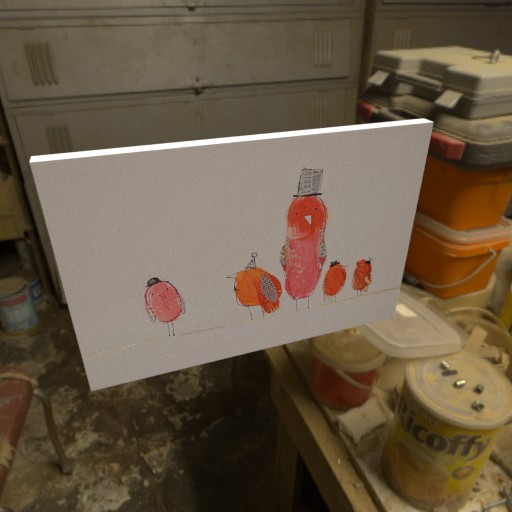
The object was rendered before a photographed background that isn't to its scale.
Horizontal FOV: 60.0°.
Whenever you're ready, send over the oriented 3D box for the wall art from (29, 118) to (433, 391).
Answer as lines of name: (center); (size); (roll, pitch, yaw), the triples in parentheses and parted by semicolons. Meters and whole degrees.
wall art: (0.000, 0.000, 1.132); (0.914, 0.609, 0.038); (-10, 32, -17)
